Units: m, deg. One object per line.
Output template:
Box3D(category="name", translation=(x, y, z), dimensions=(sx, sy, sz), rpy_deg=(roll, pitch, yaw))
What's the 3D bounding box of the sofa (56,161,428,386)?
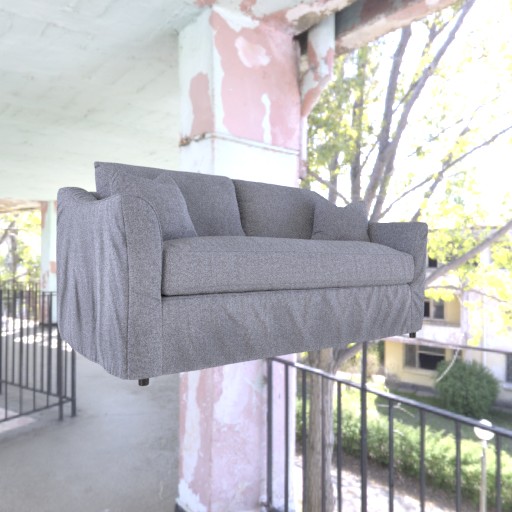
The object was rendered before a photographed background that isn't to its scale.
Box3D(category="sofa", translation=(0.000, 0.000, 2.628), dimensions=(2.010, 1.018, 1.072), rpy_deg=(0, -1, -37))
